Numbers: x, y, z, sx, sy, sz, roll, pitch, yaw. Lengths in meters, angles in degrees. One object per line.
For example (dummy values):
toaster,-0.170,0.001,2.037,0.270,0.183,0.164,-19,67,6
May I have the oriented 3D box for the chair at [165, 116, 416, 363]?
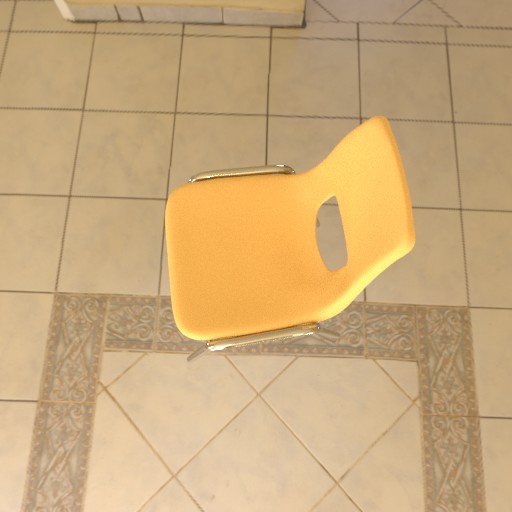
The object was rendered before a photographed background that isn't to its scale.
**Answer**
chair,0.000,0.000,0.960,0.436,0.704,0.381,-7,75,-2
